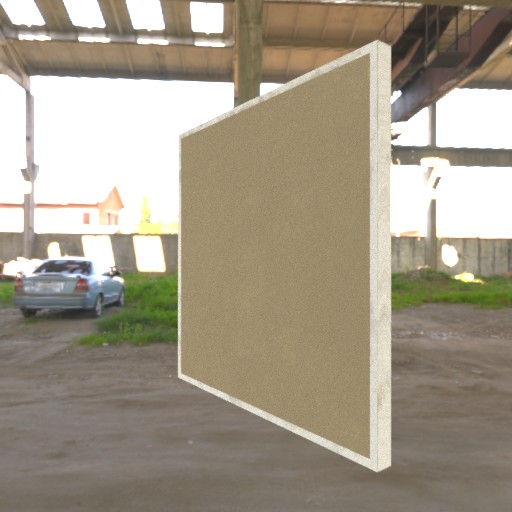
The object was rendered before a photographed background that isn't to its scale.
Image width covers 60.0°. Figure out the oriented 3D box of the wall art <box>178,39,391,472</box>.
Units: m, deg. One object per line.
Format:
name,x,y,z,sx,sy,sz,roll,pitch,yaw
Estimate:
wall art,0.000,0.000,1.090,0.038,0.757,0.760,0,0,-37
